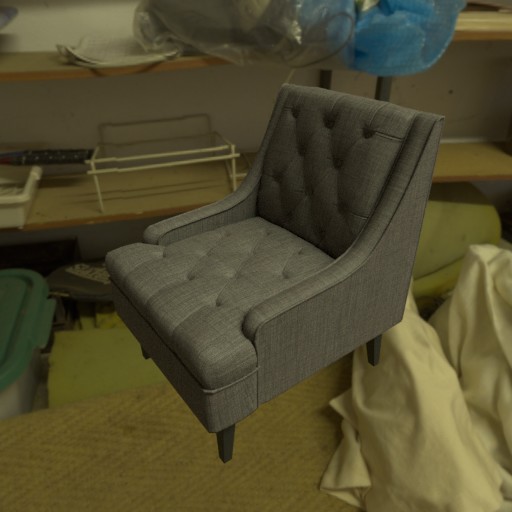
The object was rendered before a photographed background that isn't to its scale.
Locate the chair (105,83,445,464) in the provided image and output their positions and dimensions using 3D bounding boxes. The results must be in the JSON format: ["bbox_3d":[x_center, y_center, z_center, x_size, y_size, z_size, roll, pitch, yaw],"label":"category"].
[{"bbox_3d":[0.000,0.000,1.384,0.771,0.891,0.655,-21,36,-31],"label":"chair"}]
